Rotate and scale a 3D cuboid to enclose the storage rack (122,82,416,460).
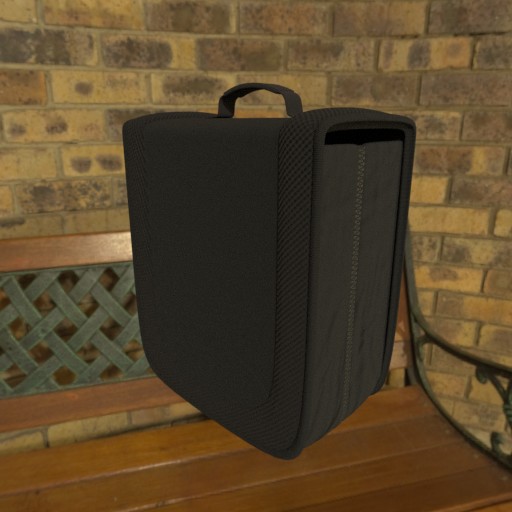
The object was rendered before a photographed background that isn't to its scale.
[{"bbox_3d":[0.000,0.000,0.532,0.297,0.387,0.168,16,23,42],"label":"storage rack"}]
